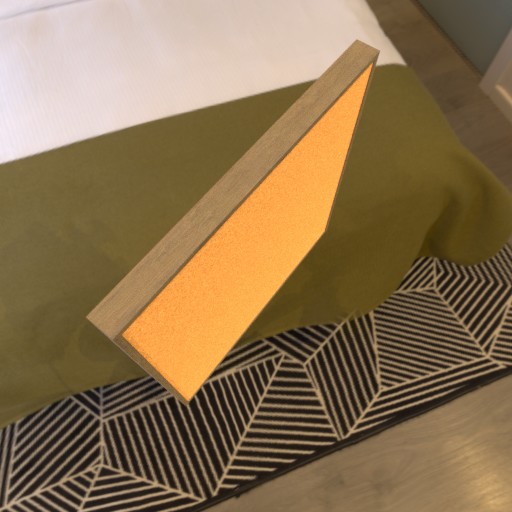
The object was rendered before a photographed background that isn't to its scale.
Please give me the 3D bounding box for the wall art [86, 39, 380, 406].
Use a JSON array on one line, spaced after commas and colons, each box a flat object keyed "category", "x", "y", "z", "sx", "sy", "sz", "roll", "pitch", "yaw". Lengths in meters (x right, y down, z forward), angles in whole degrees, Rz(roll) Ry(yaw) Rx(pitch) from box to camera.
[{"category": "wall art", "x": 0.000, "y": 0.000, "z": 0.751, "sx": 0.037, "sy": 0.507, "sz": 0.507, "roll": 35, "pitch": 69, "yaw": 15}]
